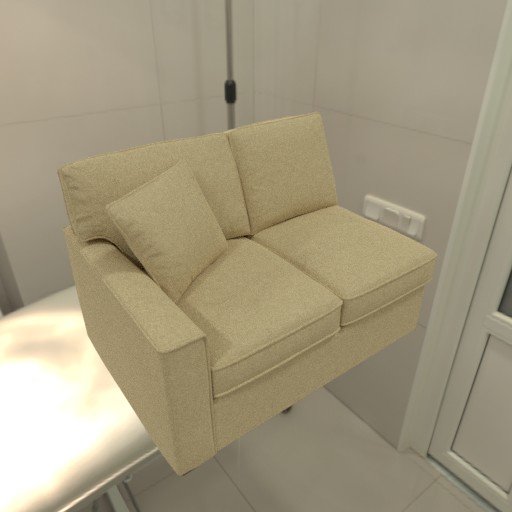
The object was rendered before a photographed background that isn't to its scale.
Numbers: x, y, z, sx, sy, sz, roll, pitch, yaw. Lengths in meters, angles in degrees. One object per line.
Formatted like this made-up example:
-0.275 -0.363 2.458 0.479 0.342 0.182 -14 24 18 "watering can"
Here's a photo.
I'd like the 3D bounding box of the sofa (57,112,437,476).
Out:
0.000 0.000 1.993 1.388 0.989 0.991 -21 36 -31 "sofa"
